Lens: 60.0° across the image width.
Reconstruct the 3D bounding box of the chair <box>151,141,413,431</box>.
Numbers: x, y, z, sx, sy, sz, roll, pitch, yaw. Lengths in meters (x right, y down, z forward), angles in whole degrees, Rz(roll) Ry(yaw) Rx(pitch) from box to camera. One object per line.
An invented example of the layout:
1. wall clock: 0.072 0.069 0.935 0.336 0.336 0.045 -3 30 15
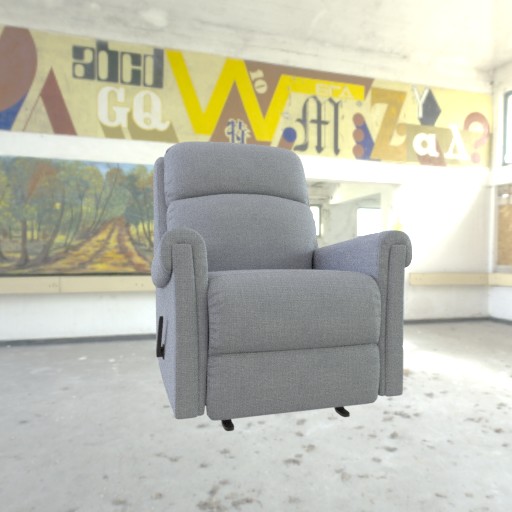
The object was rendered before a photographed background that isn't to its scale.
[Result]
1. chair: 0.000 0.000 1.802 0.838 1.054 1.014 0 1 -17
